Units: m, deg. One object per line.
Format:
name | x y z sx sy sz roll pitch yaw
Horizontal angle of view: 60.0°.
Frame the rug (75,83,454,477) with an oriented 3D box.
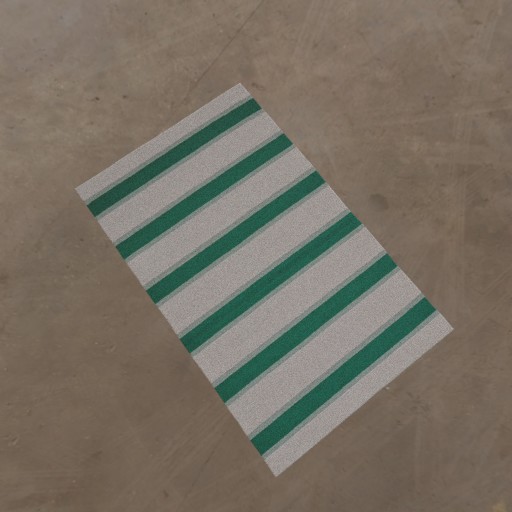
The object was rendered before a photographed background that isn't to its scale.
rug | 0.000 0.000 3.134 1.521 0.015 2.436 -36 77 -9
